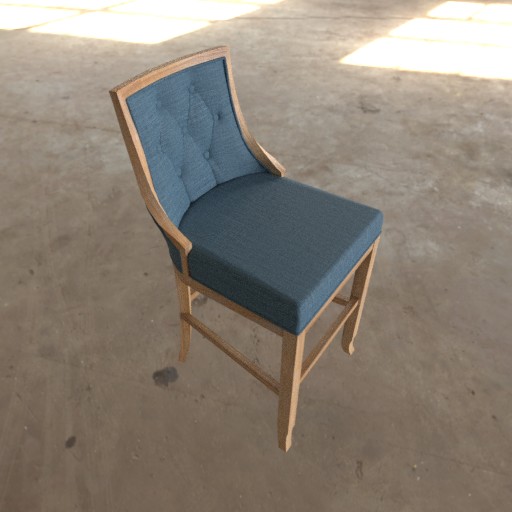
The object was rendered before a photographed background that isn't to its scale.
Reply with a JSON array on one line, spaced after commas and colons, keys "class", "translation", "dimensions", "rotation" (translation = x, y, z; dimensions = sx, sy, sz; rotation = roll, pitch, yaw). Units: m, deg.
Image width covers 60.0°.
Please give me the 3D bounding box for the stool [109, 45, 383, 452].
[{"class": "stool", "translation": [0.000, 0.000, 1.444], "dimensions": [0.626, 1.101, 0.524], "rotation": [25, 48, 26]}]
